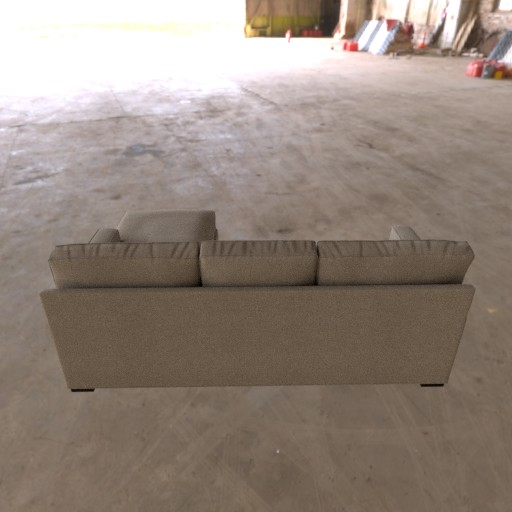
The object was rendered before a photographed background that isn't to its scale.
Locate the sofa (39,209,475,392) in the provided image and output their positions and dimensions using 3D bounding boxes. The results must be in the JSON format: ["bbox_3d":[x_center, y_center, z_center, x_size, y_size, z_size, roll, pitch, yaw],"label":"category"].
[{"bbox_3d":[0.000,0.000,2.859,2.087,0.861,1.496,-1,30,-1],"label":"sofa"}]
